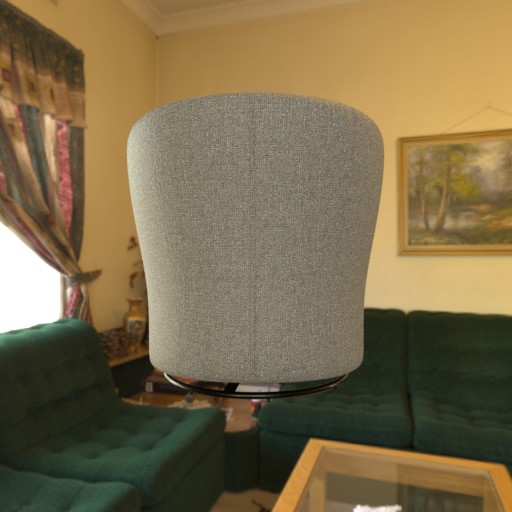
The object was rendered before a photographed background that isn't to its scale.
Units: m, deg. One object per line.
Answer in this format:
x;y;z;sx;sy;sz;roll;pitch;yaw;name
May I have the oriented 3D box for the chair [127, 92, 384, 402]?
0.000;0.000;1.421;0.791;0.771;0.815;0;0;1;chair
